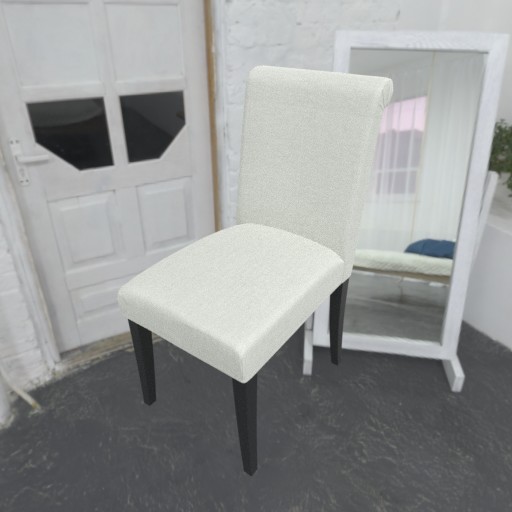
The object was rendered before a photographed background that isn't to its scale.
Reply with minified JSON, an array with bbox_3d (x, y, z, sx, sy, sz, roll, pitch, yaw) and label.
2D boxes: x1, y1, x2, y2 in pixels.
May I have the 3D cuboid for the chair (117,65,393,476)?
[{"bbox_3d":[0.000,0.000,1.341,0.452,0.976,0.708,20,36,31],"label":"chair"}]
